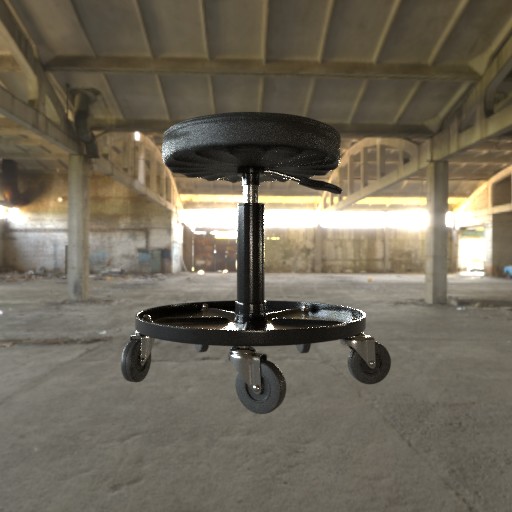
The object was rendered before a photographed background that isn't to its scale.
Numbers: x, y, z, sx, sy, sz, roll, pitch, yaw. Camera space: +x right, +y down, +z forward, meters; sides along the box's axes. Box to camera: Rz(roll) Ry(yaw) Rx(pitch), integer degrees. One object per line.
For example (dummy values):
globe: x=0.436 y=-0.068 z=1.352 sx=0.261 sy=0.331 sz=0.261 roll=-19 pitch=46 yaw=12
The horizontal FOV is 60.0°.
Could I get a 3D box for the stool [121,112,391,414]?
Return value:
stool: x=0.000 y=0.000 z=0.686 sx=0.382 sy=0.365 sz=0.381 roll=0 pitch=0 yaw=-2
